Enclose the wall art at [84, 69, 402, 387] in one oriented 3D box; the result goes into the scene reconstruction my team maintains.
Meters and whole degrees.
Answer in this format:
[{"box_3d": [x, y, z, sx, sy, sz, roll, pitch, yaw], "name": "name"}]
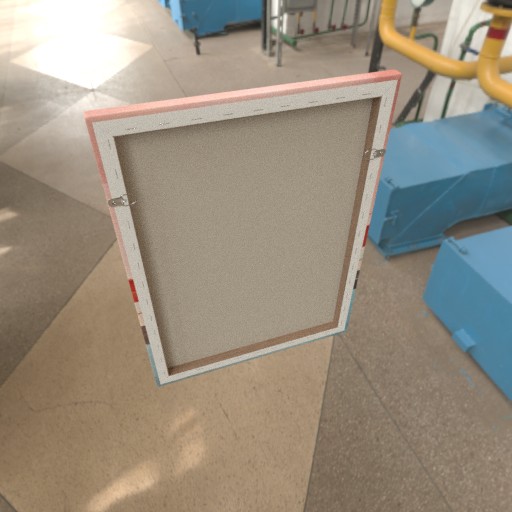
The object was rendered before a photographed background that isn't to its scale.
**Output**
[{"box_3d": [0.000, 0.000, 1.358, 0.761, 1.016, 0.039, -13, 43, -14], "name": "wall art"}]
